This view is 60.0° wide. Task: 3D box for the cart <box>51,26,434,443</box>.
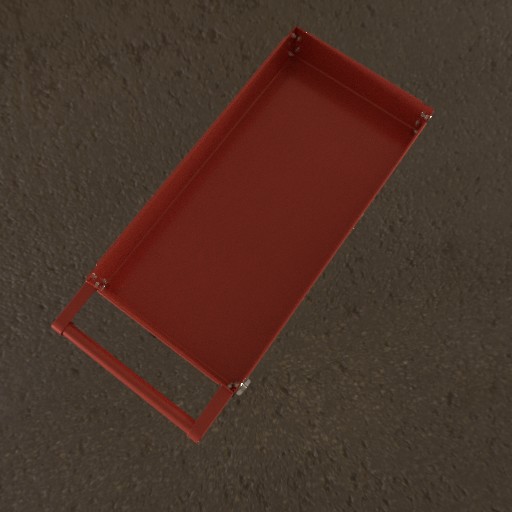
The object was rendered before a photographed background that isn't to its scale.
[{"bbox_3d":[0.000,0.000,1.175,0.366,0.719,0.779,35,79,8],"label":"cart"}]
